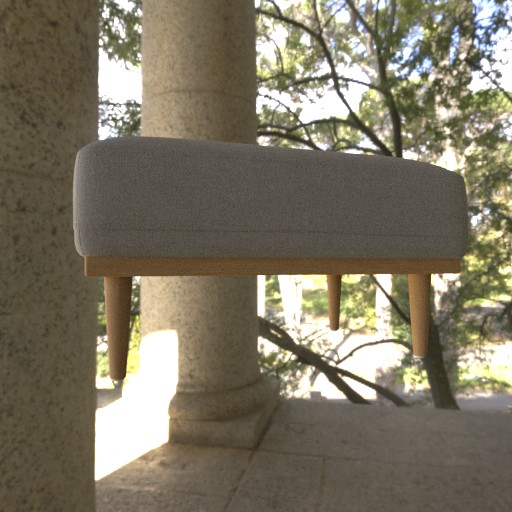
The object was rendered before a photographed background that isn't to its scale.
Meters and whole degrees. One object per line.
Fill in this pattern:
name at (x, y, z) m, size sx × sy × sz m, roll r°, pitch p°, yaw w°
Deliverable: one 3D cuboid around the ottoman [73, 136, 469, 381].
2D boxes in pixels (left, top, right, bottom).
ottoman at (0.000, 0.000, 1.024) m, size 0.749 × 0.428 × 0.549 m, roll 0°, pitch -1°, yaw -18°
